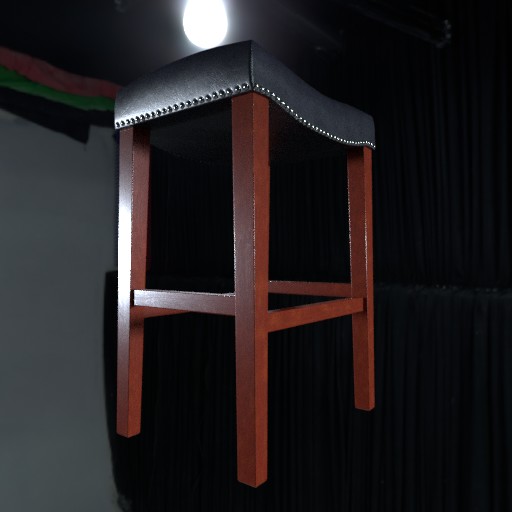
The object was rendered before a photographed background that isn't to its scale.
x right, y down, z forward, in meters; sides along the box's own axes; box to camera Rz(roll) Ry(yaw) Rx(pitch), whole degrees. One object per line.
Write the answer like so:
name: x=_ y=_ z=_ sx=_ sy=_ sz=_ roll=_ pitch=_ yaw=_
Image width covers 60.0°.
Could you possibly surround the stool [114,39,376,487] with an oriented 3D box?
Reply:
stool: x=0.000 y=0.000 z=1.004 sx=0.372 sy=0.742 sz=0.504 roll=0 pitch=0 yaw=37
